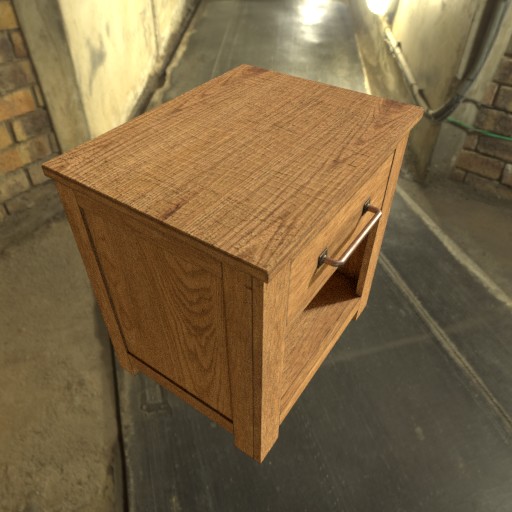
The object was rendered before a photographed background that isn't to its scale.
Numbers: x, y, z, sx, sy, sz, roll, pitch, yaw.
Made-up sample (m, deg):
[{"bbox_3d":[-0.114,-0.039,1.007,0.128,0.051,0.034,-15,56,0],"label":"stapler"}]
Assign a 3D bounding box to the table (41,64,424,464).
[{"bbox_3d":[0.000,0.000,1.054,0.494,0.625,0.601,25,48,25],"label":"table"}]
